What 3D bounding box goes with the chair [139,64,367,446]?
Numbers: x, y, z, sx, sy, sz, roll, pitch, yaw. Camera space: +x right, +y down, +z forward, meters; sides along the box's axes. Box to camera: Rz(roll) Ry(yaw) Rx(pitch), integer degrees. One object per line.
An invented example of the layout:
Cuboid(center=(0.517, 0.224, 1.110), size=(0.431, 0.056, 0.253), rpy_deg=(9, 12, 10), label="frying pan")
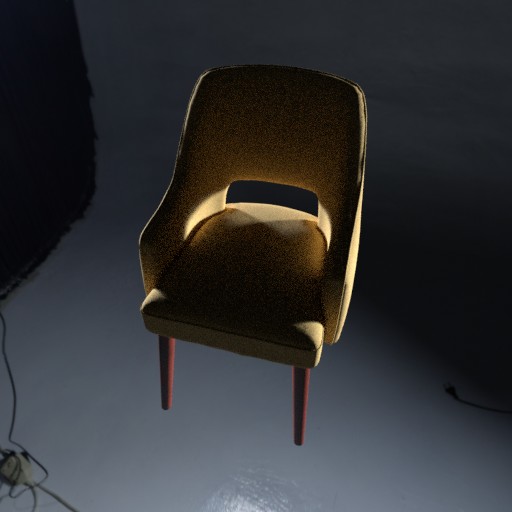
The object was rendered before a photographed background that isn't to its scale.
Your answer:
Cuboid(center=(0.000, 0.000, 1.248), size=(0.548, 0.849, 0.605), rpy_deg=(11, 43, 11), label="chair")
